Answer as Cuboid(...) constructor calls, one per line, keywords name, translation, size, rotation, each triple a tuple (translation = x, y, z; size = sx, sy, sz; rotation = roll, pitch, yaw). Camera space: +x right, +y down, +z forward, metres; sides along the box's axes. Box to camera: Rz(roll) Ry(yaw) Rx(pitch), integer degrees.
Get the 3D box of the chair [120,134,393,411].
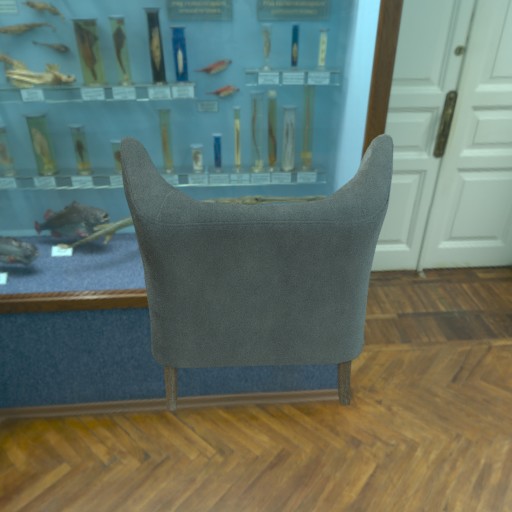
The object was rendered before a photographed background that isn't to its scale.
Cuboid(name="chair", translation=(0.000, 0.000, 1.620), size=(0.784, 0.950, 0.906), rotation=(-1, 30, -2))
